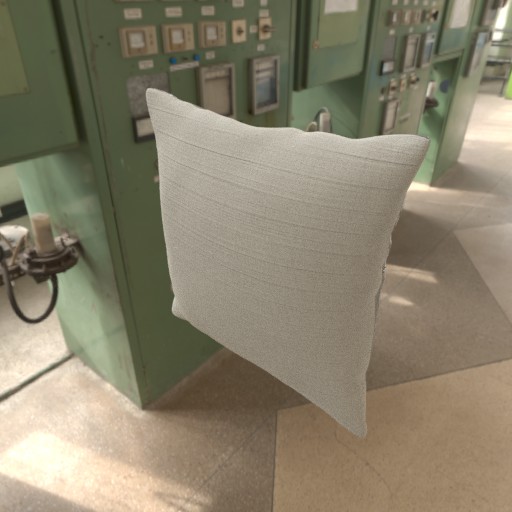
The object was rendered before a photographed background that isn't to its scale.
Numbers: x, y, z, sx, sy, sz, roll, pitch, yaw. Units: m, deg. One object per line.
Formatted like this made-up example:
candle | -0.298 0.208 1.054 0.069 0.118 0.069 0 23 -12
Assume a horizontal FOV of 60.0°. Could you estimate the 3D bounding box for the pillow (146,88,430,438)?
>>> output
pillow | 0.000 0.000 0.706 0.470 0.464 0.175 24 38 34
